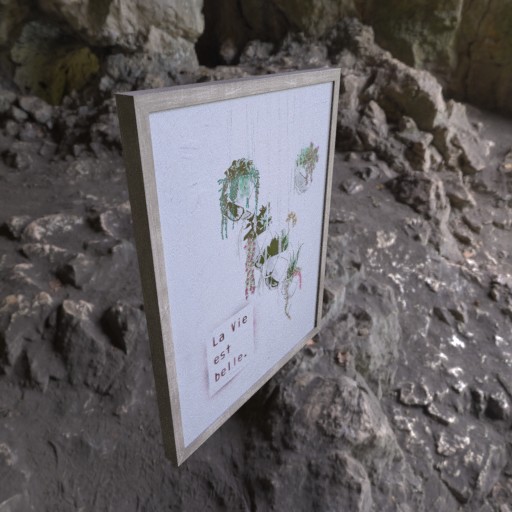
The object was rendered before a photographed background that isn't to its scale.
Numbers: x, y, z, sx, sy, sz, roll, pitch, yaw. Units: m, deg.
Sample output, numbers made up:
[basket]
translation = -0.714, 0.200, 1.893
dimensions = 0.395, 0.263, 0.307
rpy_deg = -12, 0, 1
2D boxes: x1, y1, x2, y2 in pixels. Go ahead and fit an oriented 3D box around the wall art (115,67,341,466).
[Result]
[wall art]
translation = 0.000, 0.000, 0.696
dimensions = 0.032, 0.521, 0.421
rpy_deg = 19, 33, 32
